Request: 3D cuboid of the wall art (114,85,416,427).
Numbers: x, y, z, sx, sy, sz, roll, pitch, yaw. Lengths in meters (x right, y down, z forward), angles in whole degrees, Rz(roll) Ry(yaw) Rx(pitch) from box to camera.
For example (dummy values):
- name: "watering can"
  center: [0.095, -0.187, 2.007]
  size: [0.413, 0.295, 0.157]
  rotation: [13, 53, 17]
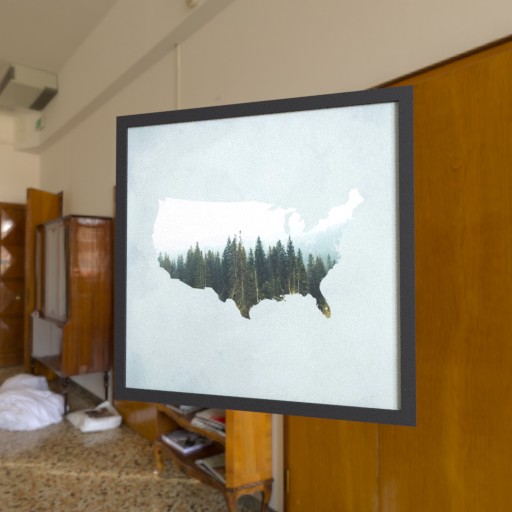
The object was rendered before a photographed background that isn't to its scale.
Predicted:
- name: "wall art"
  center: [0.000, 0.000, 0.453]
  size: [0.304, 0.304, 0.038]
  rotation: [0, -2, 16]
